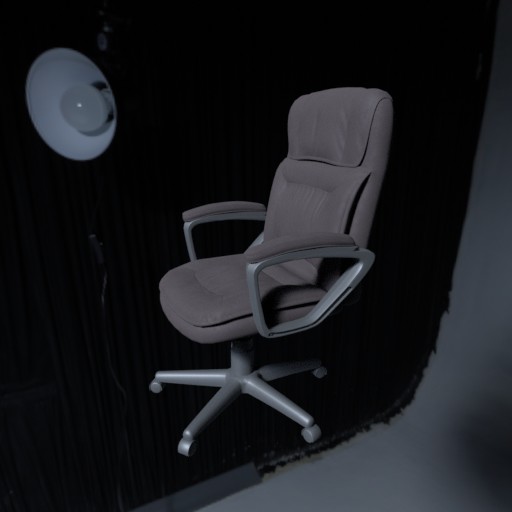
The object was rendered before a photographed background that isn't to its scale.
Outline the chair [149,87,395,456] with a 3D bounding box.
[{"bbox_3d":[0.000,0.000,1.532,0.724,1.105,0.667,-8,19,-25],"label":"chair"}]
